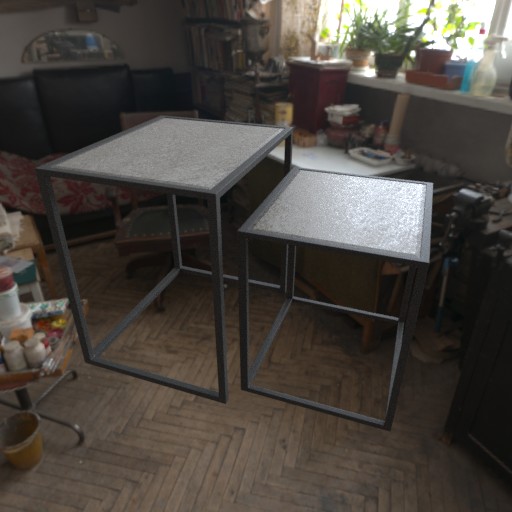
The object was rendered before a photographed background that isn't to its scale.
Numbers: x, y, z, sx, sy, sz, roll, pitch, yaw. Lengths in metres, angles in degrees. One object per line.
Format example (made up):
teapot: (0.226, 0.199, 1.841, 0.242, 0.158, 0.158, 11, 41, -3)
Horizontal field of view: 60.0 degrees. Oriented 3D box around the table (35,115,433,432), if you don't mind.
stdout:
table: (0.000, 0.000, 1.140, 0.788, 0.540, 0.508, 10, 32, 17)
